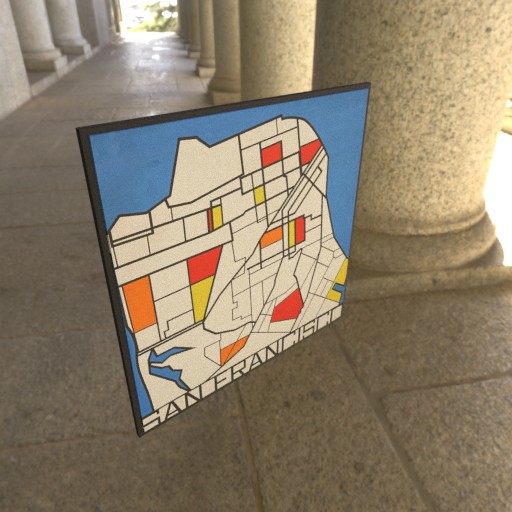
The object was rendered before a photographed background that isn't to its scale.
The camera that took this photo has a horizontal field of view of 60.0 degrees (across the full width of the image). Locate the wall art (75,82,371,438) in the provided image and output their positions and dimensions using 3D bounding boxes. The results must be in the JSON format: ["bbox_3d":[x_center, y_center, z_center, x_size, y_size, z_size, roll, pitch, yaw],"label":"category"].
[{"bbox_3d":[0.000,0.000,0.983,0.664,0.663,0.015,-22,37,-33],"label":"wall art"}]
